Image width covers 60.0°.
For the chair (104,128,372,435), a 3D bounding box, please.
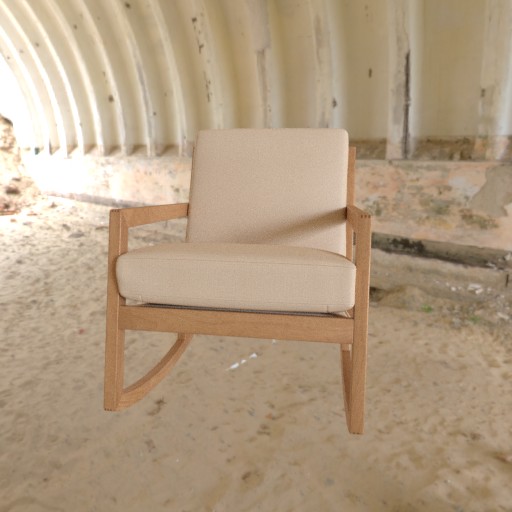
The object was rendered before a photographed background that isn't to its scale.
[{"bbox_3d":[0.000,0.000,1.380,0.622,0.790,0.857,2,14,9],"label":"chair"}]
